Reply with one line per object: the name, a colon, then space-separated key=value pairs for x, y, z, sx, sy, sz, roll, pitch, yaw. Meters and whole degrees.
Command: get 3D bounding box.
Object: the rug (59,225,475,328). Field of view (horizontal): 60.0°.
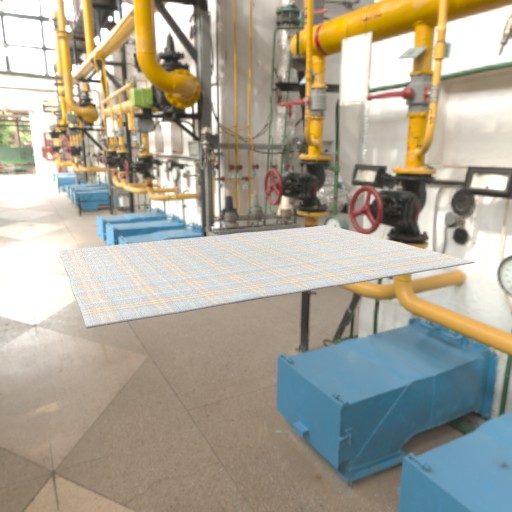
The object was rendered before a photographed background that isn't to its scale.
rug: x=0.000 y=0.000 z=2.333 sx=1.835 sy=0.012 sz=1.231 roll=-7 pitch=15 yaw=-26
